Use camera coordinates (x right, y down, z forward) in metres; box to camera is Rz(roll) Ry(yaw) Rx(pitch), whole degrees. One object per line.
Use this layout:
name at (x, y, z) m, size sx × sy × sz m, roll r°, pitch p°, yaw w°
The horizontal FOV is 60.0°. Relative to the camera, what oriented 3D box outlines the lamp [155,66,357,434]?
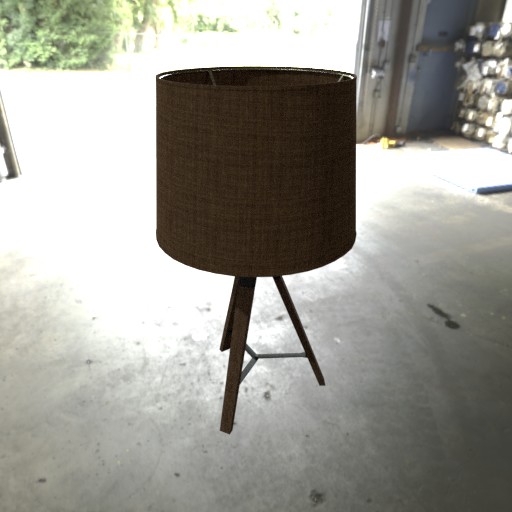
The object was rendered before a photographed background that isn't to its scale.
lamp at (0.000, 0.000, 0.674) m, size 0.290 × 0.514 × 0.290 m, roll 0°, pitch 28°, yaw 0°
